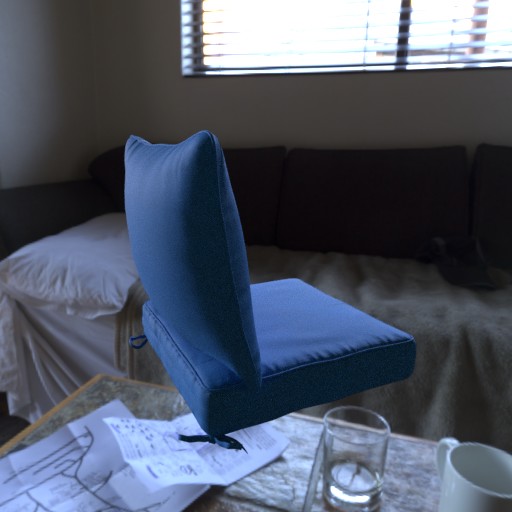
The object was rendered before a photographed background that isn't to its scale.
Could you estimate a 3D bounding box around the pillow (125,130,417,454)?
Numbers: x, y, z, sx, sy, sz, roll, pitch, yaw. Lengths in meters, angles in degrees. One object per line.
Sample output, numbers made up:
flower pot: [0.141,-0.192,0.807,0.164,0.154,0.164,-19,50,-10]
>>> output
pillow: [0.000,0.000,1.363,0.733,0.725,0.798,-7,16,-26]
